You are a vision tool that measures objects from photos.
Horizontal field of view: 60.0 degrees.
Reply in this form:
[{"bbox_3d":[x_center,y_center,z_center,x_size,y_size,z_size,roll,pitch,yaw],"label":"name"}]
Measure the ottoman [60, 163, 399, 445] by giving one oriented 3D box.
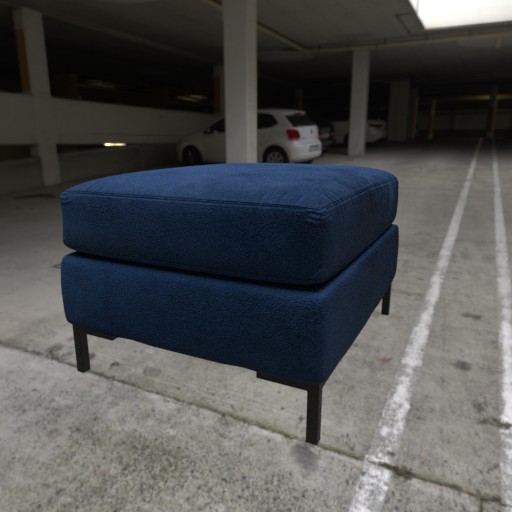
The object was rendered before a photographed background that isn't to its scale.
[{"bbox_3d":[0.000,0.000,1.216,0.655,0.485,0.794,7,16,26],"label":"ottoman"}]
